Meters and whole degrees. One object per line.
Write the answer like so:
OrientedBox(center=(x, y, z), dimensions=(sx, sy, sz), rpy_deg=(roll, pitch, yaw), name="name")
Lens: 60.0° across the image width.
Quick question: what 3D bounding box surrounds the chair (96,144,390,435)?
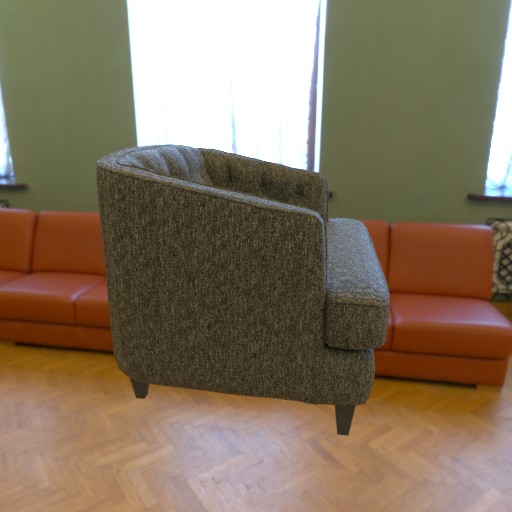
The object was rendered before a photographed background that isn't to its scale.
OrientedBox(center=(0.000, 0.000, 1.778), dimensions=(0.941, 0.852, 1.104), rpy_deg=(3, 17, 9), name="chair")
